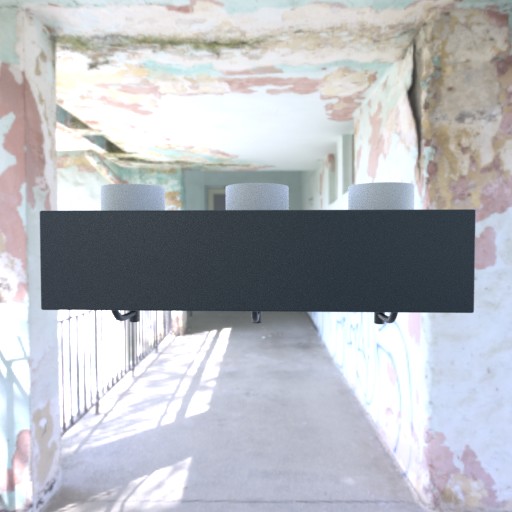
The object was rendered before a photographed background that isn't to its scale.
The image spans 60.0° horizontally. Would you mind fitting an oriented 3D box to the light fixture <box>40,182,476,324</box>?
[{"bbox_3d":[0.000,0.000,0.531,0.451,0.172,0.145,0,2,3],"label":"light fixture"}]
